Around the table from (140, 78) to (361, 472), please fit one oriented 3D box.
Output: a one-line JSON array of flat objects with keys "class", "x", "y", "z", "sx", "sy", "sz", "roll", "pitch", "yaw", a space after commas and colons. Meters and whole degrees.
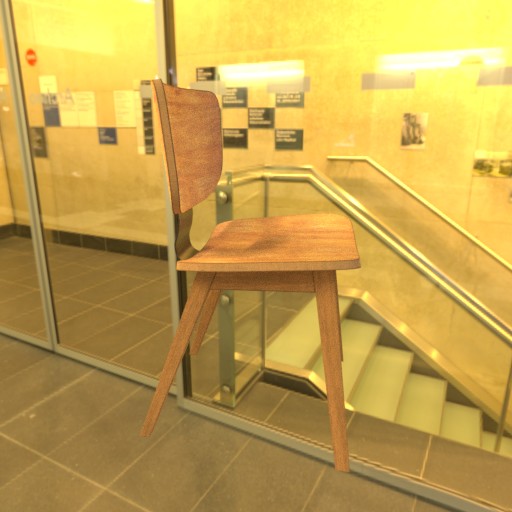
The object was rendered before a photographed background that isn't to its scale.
[{"class": "table", "x": 0.000, "y": 0.000, "z": 1.114, "sx": 0.500, "sy": 0.805, "sz": 0.499, "roll": 3, "pitch": 17, "yaw": 9}]
